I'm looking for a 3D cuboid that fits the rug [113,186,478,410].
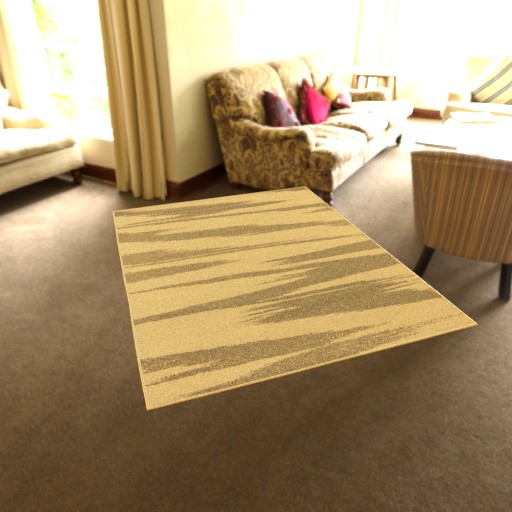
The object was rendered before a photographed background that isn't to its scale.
[{"bbox_3d":[0.000,0.000,4.048,2.353,0.014,2.945,-10,31,-17],"label":"rug"}]
